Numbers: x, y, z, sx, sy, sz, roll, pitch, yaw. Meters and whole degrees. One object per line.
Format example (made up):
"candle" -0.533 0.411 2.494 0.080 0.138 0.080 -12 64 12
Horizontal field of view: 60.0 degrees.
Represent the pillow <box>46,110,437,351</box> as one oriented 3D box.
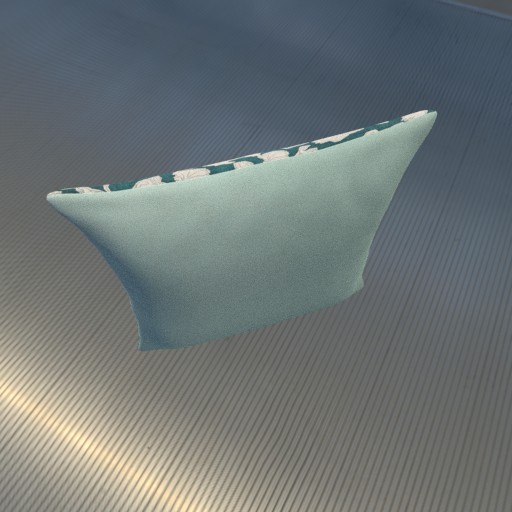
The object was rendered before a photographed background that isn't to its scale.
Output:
"pillow" 0.000 0.000 0.780 0.525 0.508 0.166 -15 58 -10
